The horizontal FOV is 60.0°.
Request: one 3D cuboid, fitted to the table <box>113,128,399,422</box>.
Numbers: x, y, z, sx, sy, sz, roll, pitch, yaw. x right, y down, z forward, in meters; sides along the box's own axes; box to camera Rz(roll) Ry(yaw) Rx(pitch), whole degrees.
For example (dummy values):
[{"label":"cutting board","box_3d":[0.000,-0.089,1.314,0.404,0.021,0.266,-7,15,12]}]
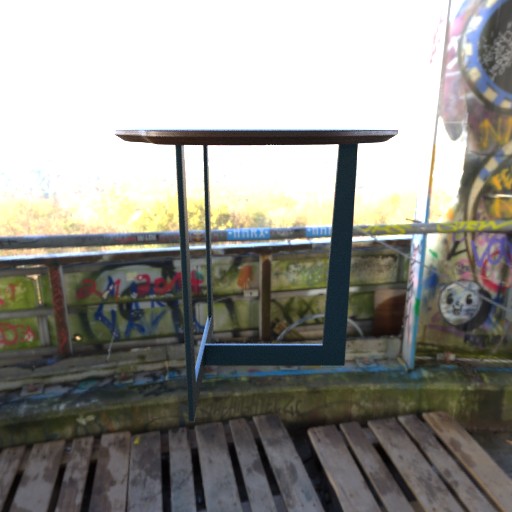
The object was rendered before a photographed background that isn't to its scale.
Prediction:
[{"label":"table","box_3d":[0.000,0.000,0.866,0.494,0.476,0.477,-3,17,-10]}]
